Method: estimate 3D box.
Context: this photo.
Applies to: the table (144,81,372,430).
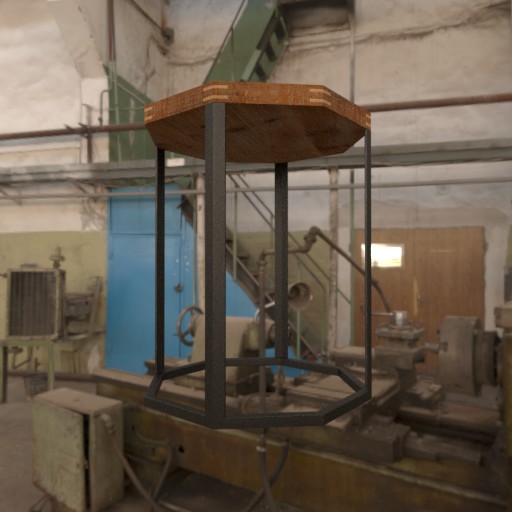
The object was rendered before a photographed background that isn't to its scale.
[{"bbox_3d":[0.000,0.000,0.909,0.458,0.543,0.458,0,-1,17],"label":"table"}]
